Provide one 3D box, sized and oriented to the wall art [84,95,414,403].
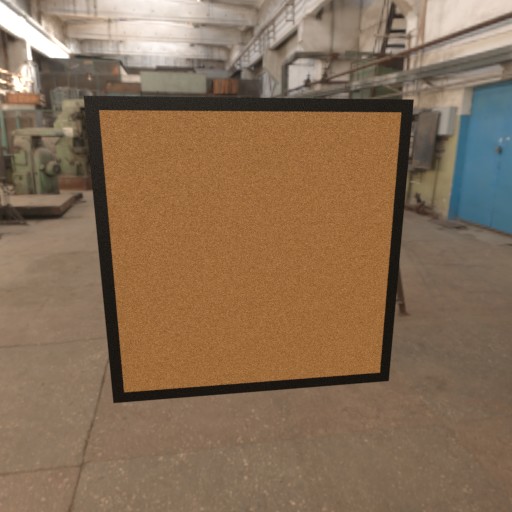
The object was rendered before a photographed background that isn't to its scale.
[{"bbox_3d":[0.000,0.000,1.133,0.762,0.762,0.038,-2,16,-8],"label":"wall art"}]
